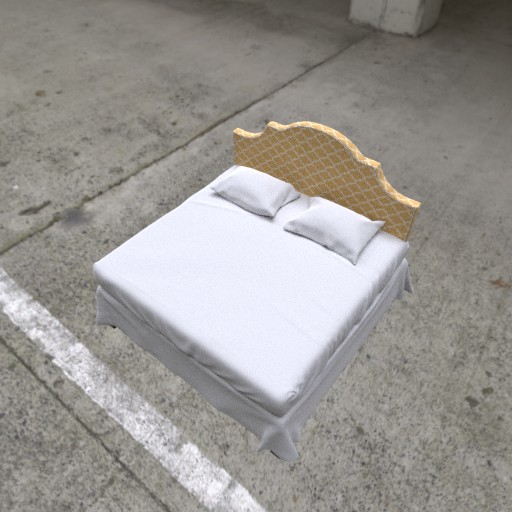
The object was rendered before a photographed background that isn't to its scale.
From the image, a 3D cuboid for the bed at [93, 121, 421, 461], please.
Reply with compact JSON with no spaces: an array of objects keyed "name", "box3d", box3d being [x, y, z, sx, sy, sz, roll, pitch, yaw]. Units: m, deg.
[{"name":"bed","box3d":[0.000,0.000,3.817,2.314,1.601,2.222,29,52,25]}]
